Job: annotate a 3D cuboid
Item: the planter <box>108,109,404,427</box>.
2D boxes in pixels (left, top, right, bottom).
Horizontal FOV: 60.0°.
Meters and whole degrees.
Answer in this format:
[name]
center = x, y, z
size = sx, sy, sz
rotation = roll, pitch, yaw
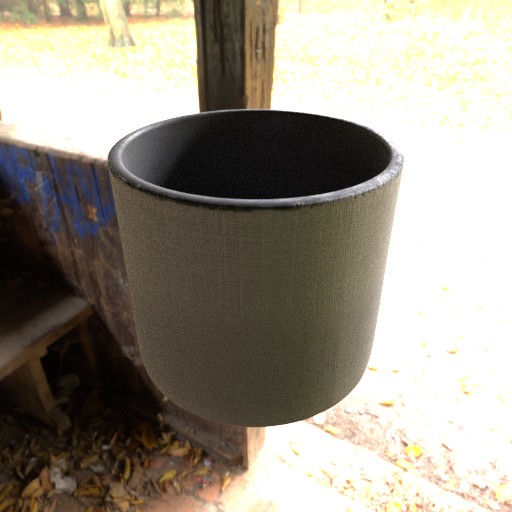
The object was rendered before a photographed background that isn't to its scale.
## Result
[planter]
center = 0.000, 0.000, 0.387
size = 0.221, 0.201, 0.221
rotation = 0, 32, 0
